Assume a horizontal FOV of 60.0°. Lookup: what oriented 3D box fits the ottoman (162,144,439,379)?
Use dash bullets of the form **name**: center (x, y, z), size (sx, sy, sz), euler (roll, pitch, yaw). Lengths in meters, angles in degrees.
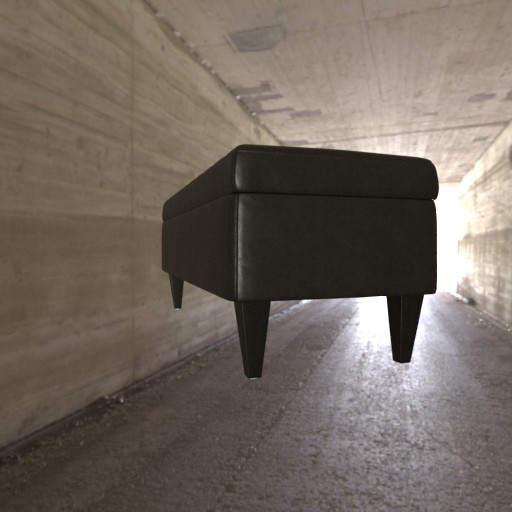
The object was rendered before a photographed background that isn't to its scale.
- **ottoman**: center (0.000, 0.000, 1.436), size (0.482, 0.469, 1.151), euler (0, 1, -18)
